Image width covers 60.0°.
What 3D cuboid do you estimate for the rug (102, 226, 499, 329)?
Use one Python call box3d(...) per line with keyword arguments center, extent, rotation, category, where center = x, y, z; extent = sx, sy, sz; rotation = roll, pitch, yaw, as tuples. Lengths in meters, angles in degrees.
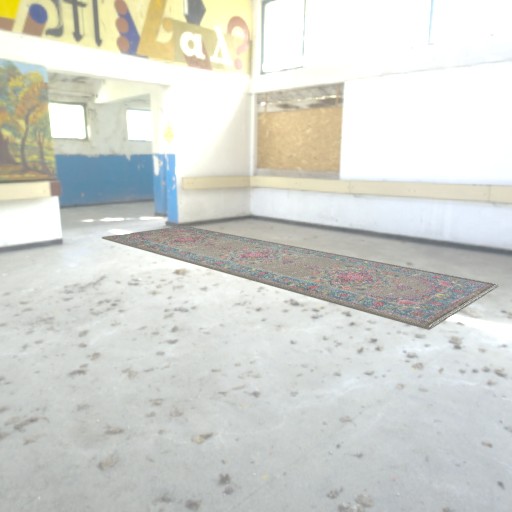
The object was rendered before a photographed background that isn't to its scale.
box3d(center=(0.000, 0.000, 1.970), extent=(1.827, 0.012, 0.553), rotation=(13, 18, 44), category="rug")
